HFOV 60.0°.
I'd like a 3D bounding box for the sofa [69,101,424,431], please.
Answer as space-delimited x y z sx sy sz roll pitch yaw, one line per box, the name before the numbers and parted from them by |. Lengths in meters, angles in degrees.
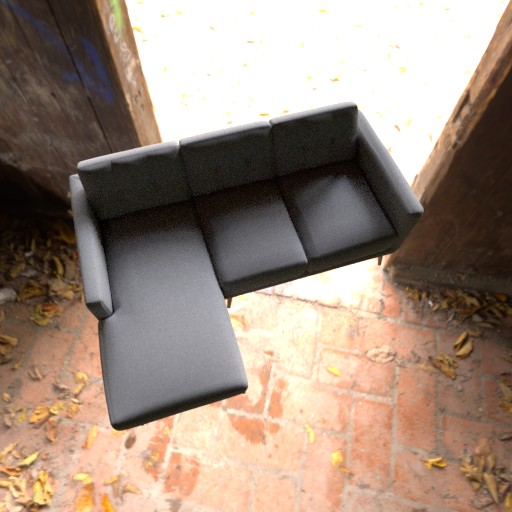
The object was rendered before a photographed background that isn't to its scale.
sofa | 0.000 0.000 2.763 2.040 0.860 1.530 -15 63 -8
